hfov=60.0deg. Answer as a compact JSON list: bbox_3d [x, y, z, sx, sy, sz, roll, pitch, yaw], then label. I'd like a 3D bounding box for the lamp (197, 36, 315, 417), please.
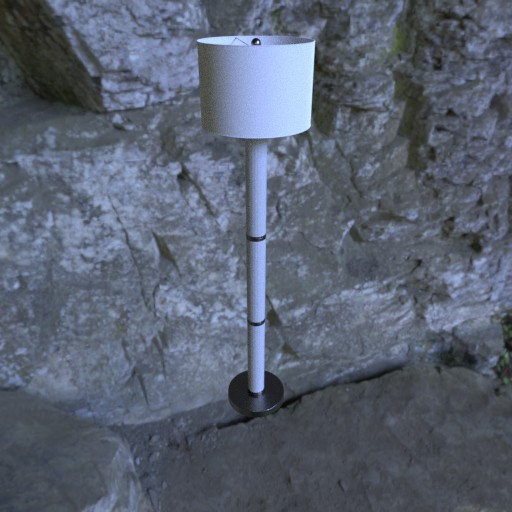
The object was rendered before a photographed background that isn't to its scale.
[{"bbox_3d":[0.000,0.000,1.807,0.377,1.599,0.377,-12,32,-19],"label":"lamp"}]
